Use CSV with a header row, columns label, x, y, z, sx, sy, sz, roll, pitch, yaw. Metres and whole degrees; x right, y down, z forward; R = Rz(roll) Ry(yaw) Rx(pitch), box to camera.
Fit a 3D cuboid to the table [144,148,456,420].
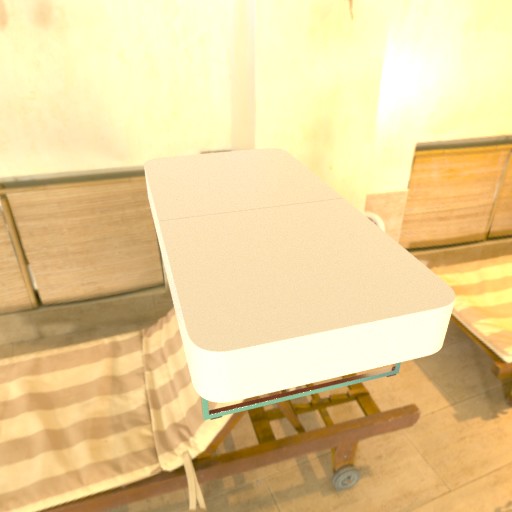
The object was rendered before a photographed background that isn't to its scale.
label,x,y,z,sx,sy,sz,roll,pitch,yaw
table,0.000,0.000,1.464,0.600,0.340,1.200,-9,31,-14
